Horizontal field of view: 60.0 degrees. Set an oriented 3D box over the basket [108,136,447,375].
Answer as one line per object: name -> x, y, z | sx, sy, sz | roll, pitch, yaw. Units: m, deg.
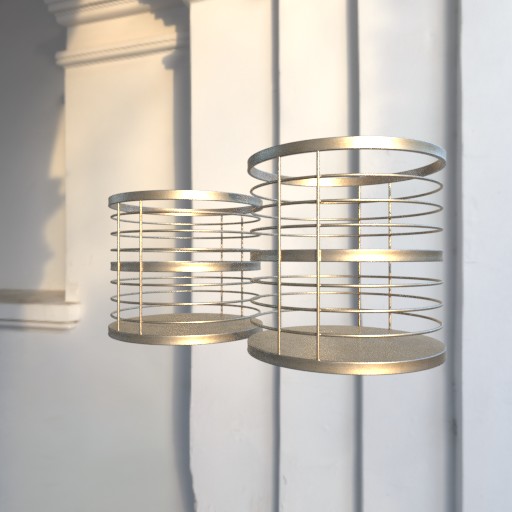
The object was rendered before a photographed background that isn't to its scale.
basket -> 0.000, 0.000, 0.935 | 0.746, 0.351, 0.356 | 0, 0, 34
